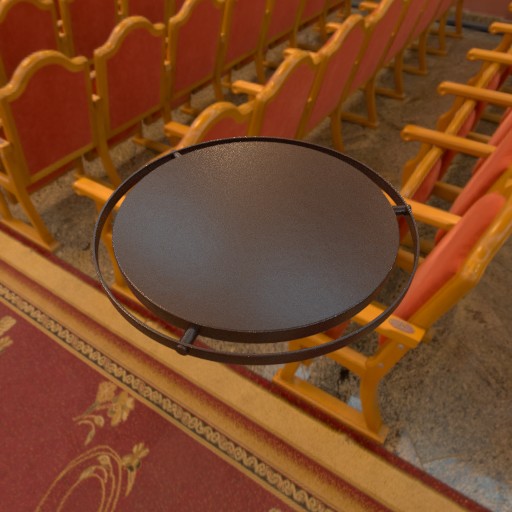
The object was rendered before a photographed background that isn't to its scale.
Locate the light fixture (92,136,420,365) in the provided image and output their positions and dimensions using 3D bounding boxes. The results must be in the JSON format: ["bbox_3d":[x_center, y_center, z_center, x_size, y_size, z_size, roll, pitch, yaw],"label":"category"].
[{"bbox_3d":[0.000,0.000,0.546,0.361,0.130,0.361,0,45,0],"label":"light fixture"}]
